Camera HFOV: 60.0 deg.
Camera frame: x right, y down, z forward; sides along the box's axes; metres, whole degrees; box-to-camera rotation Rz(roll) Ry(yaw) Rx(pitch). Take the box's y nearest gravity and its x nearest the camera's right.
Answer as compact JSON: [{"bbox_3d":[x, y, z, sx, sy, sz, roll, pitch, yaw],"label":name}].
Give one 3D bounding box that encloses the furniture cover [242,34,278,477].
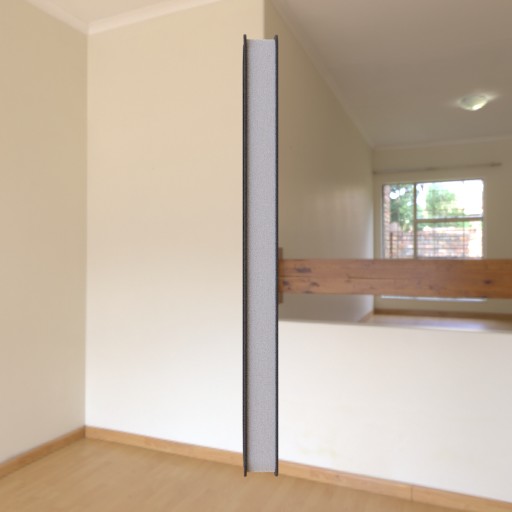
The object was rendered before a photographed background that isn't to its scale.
[{"bbox_3d":[0.000,0.000,0.378,0.023,0.281,0.216,0,0,-2],"label":"furniture cover"}]
